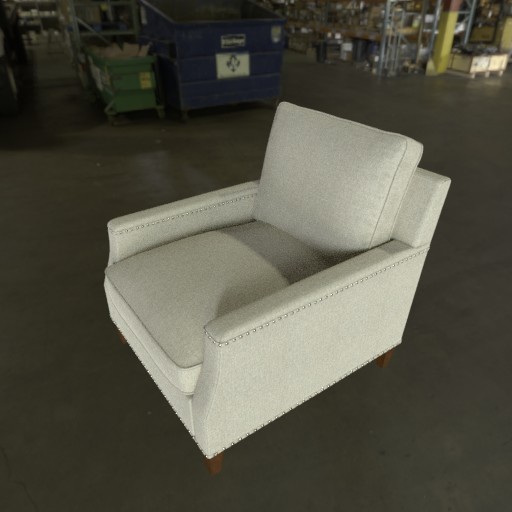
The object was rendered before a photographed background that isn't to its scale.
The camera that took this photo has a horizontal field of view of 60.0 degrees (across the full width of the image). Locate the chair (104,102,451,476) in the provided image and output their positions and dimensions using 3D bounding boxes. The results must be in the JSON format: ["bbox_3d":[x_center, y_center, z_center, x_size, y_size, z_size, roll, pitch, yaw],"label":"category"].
[{"bbox_3d":[0.000,0.000,1.686,1.014,0.943,0.853,-20,36,-30],"label":"chair"}]
